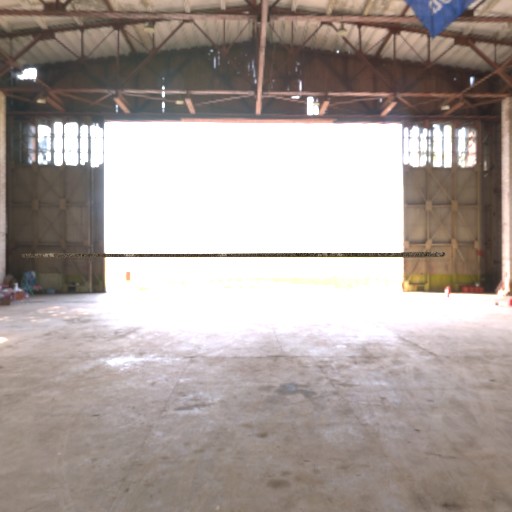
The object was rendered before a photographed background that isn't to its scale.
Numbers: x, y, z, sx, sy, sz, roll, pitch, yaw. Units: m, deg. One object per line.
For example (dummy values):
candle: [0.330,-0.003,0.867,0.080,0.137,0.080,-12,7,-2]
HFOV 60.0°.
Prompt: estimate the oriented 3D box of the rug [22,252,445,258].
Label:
rug: [0.000,0.000,4.106,3.047,0.029,2.438,0,0,18]
